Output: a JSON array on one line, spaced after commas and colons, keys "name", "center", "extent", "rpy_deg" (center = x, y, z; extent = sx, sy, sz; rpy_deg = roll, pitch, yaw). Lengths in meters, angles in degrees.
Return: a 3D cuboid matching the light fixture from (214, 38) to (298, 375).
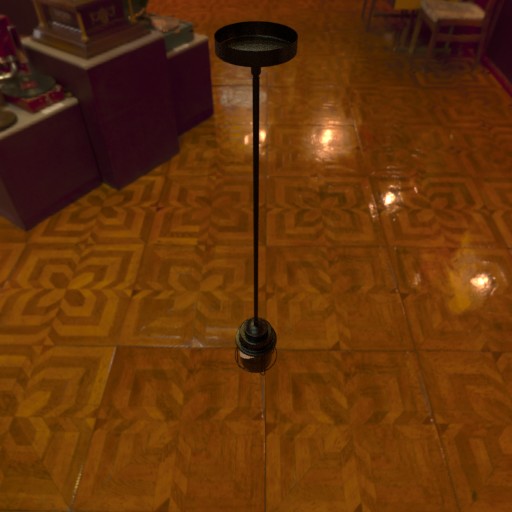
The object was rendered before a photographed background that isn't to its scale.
[{"name": "light fixture", "center": [0.000, 0.000, 0.977], "extent": [0.123, 0.920, 0.123], "rpy_deg": [2, 45, 2]}]
